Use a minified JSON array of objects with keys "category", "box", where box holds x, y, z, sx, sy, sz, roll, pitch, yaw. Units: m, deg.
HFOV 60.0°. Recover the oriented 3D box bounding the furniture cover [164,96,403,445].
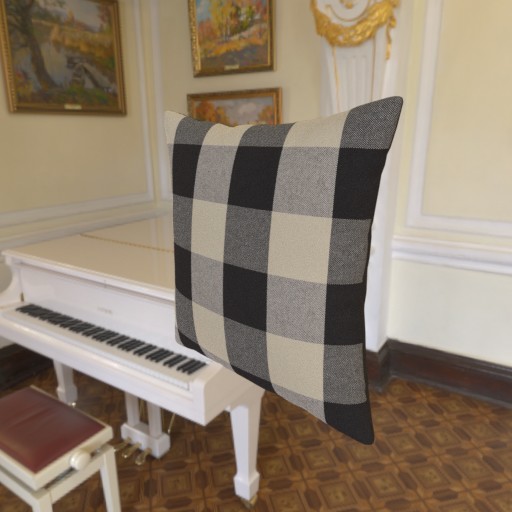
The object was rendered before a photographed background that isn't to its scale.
[{"category":"furniture cover","box":[0.000,0.000,0.787,0.511,0.509,0.161,15,21,43]}]
